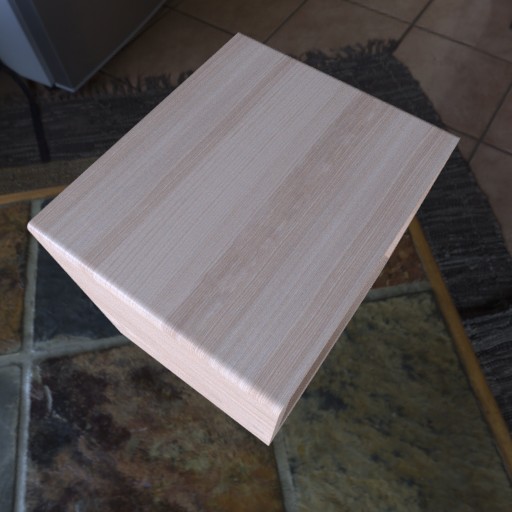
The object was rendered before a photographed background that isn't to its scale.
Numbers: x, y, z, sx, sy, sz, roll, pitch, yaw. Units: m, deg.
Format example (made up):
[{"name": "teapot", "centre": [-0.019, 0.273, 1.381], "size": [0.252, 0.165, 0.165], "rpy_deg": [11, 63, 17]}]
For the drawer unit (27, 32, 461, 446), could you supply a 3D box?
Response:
[{"name": "drawer unit", "centre": [0.000, 0.000, 0.596], "size": [0.290, 0.344, 0.344], "rpy_deg": [32, 67, 15]}]
